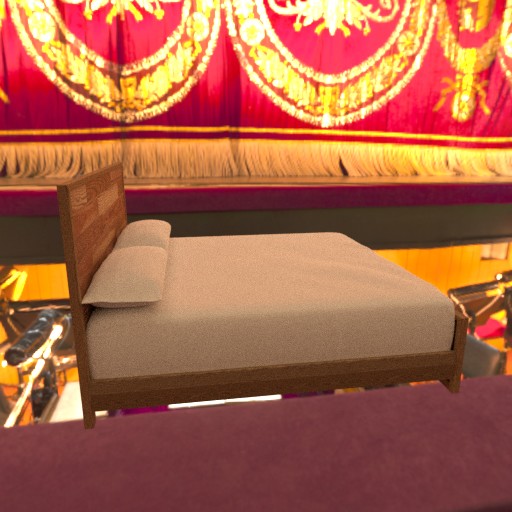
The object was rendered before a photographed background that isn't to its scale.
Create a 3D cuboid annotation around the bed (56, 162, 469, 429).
[{"bbox_3d":[0.000,0.000,3.327,2.184,1.295,2.013,-2,15,-9],"label":"bed"}]
